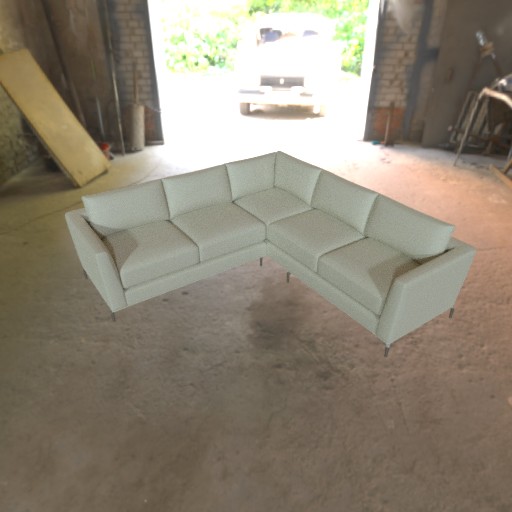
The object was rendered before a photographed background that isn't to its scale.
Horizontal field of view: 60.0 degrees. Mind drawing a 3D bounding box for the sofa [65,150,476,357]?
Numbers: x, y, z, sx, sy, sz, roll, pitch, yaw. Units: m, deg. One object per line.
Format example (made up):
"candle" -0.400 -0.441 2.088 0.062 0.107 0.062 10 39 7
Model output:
"sofa" 0.000 0.000 3.754 2.430 0.867 2.448 -20 37 -29
